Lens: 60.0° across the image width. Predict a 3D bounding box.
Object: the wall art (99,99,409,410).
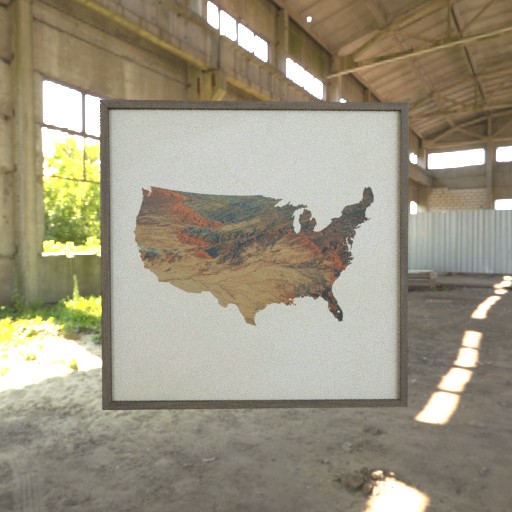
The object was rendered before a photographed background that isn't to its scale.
[{"bbox_3d":[0.000,0.000,0.739,0.508,0.507,0.016,0,1,-1],"label":"wall art"}]
